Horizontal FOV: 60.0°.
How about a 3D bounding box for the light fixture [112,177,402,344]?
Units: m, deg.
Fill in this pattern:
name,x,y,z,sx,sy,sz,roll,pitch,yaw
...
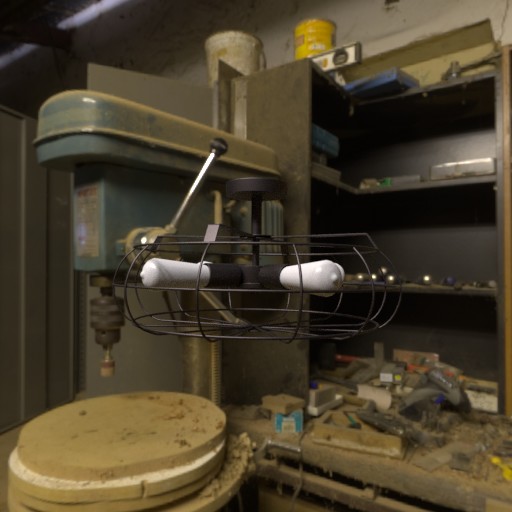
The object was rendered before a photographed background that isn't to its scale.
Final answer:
name,x,y,z,sx,sy,sz,roll,pitch,yaw
light fixture,0.000,0.000,0.943,0.582,0.311,0.582,0,-1,0
